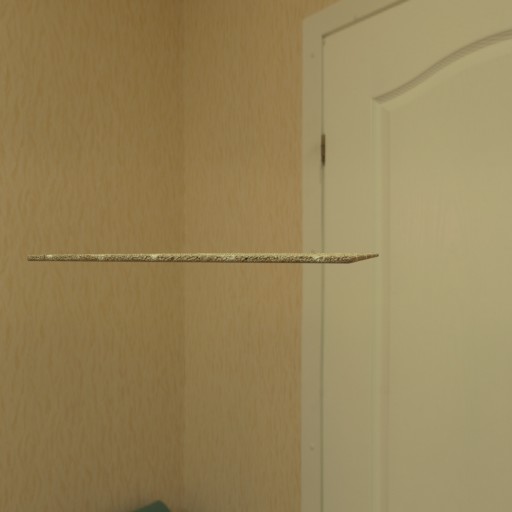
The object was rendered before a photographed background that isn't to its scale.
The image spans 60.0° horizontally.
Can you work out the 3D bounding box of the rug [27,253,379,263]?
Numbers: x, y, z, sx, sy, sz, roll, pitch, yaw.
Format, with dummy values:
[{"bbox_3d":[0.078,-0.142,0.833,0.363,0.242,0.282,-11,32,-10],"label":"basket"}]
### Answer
[{"bbox_3d":[0.000,0.000,3.033,1.524,0.030,2.438,0,1,18],"label":"rug"}]
